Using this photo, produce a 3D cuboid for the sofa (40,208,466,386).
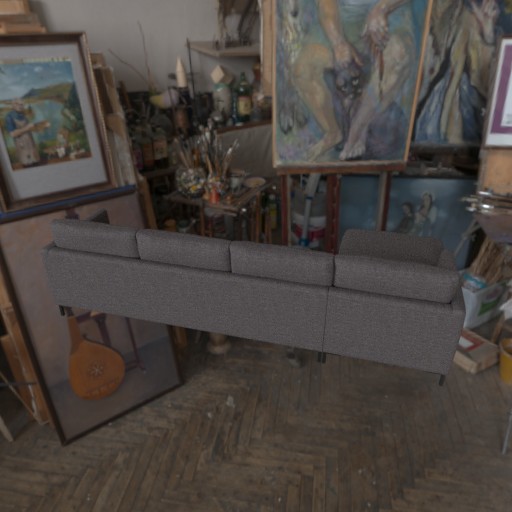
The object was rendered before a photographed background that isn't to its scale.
[{"bbox_3d":[0.000,0.000,3.276,2.731,0.754,1.258,8,30,13],"label":"sofa"}]
